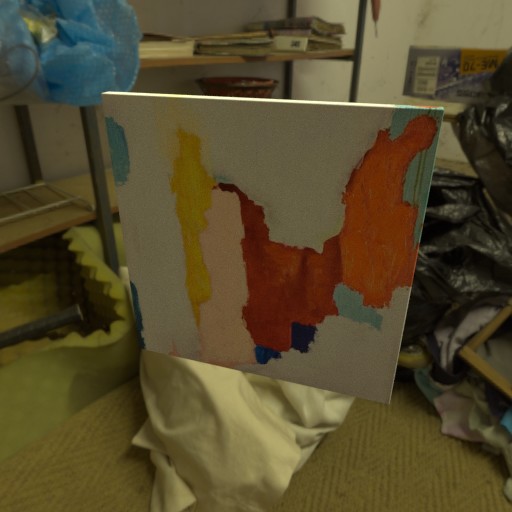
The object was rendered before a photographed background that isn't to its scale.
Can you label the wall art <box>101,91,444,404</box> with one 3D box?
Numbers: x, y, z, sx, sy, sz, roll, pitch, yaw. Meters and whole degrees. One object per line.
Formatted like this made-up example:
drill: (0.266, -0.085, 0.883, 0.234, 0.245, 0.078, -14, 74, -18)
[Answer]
wall art: (0.000, 0.000, 1.512, 1.017, 1.017, 0.044, 8, 28, 16)
